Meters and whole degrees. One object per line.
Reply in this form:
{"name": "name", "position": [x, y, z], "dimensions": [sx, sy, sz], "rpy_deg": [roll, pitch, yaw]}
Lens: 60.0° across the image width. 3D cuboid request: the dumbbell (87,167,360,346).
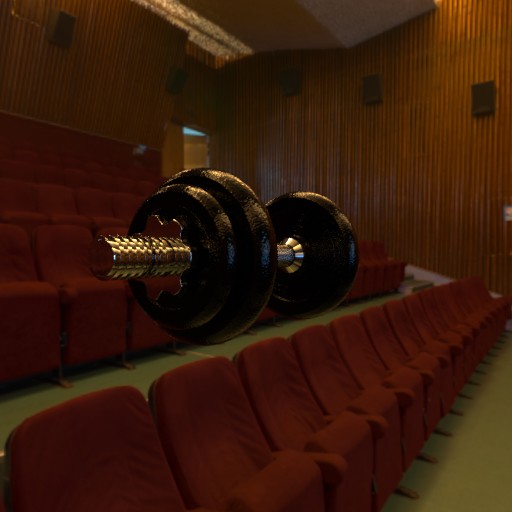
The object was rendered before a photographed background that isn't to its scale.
{"name": "dumbbell", "position": [0.000, 0.000, 0.603], "dimensions": [0.202, 0.202, 0.497], "rpy_deg": [0, 1, 34]}
